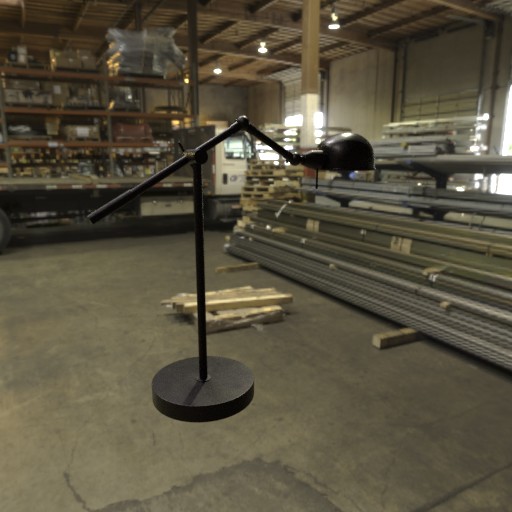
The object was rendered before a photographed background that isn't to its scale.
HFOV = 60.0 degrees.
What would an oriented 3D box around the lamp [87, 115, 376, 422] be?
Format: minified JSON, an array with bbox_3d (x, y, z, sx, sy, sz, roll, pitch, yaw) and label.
[{"bbox_3d":[0.000,0.000,0.814,0.567,0.495,0.185,-7,15,-28],"label":"lamp"}]
